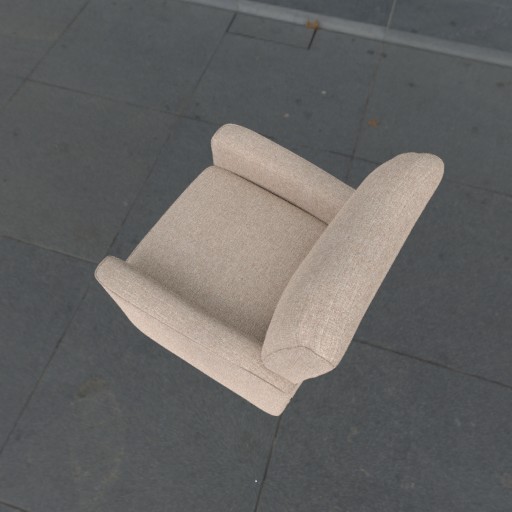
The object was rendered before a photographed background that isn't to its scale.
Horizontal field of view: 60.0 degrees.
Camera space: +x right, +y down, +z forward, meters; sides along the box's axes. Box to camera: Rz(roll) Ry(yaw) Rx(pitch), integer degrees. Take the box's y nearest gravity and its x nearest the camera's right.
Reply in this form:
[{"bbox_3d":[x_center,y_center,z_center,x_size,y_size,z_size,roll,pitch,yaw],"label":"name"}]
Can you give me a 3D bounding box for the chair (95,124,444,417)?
[{"bbox_3d":[0.000,0.000,1.625,0.858,1.028,0.841,30,67,14],"label":"chair"}]
